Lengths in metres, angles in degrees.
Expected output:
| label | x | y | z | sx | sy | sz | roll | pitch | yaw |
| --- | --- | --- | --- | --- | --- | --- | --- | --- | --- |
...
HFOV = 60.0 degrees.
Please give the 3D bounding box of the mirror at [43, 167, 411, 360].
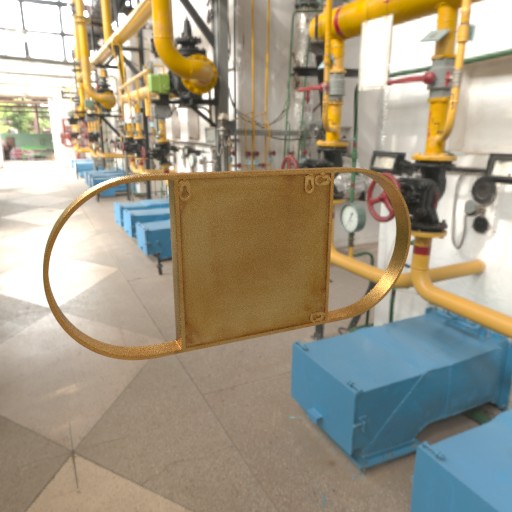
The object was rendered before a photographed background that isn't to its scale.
| label | x | y | z | sx | sy | sz | roll | pitch | yaw |
| --- | --- | --- | --- | --- | --- | --- | --- | --- | --- |
| mirror | 0.000 | 0.000 | 0.671 | 0.584 | 0.254 | 0.032 | -7 | 17 | -24 |
